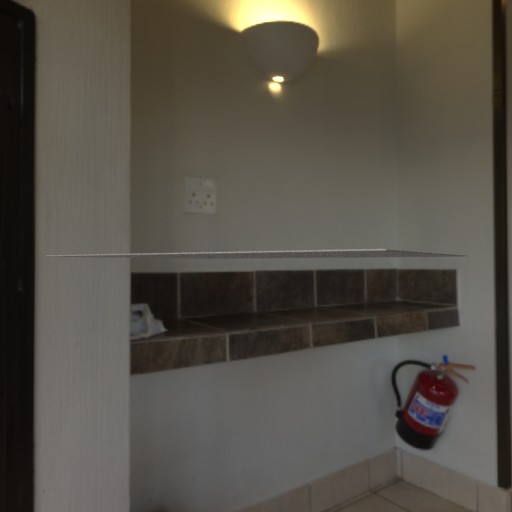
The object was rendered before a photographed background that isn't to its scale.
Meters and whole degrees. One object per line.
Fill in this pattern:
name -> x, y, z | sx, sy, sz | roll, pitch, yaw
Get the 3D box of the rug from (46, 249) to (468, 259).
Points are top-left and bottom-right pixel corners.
rug -> 0.000, 0.000, 3.683 | 2.890, 0.013, 2.005 | -1, -1, 35
